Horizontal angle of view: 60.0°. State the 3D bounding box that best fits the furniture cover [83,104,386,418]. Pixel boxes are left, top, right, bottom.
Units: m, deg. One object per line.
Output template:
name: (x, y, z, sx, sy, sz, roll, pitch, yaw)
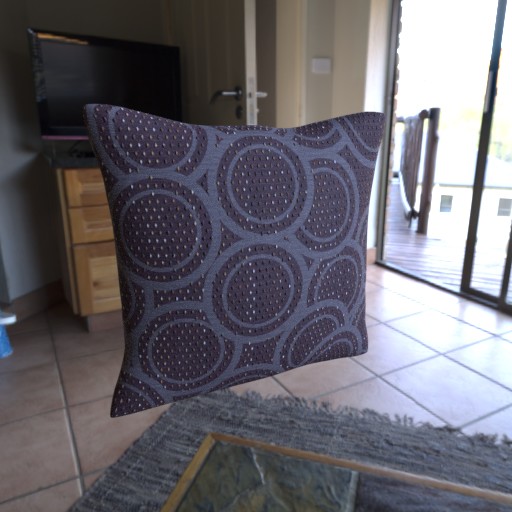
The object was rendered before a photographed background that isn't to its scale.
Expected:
furniture cover: (0.000, 0.000, 0.804, 0.552, 0.509, 0.193, -7, 17, -25)
